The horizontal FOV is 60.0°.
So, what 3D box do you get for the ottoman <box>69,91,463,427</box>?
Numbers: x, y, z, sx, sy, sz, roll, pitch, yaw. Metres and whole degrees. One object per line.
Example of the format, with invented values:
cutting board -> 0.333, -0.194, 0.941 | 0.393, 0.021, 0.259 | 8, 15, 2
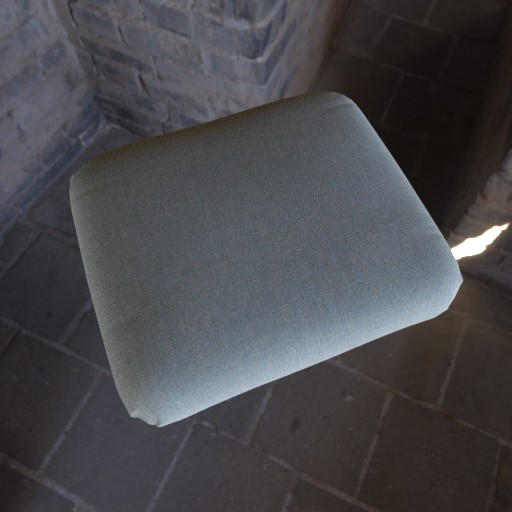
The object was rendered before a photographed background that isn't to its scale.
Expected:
ottoman -> 0.000, 0.000, 1.095 | 0.747, 0.450, 0.622 | -20, 66, -9
